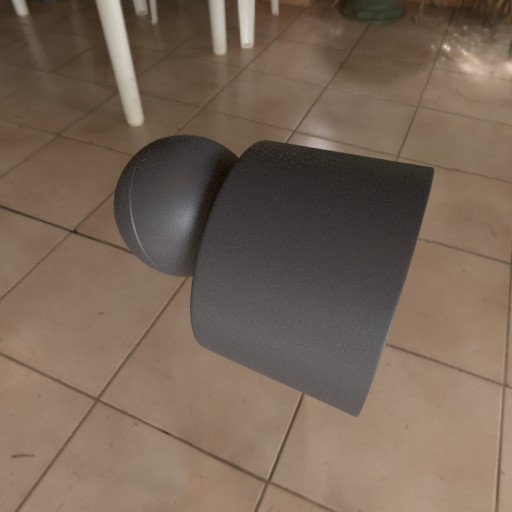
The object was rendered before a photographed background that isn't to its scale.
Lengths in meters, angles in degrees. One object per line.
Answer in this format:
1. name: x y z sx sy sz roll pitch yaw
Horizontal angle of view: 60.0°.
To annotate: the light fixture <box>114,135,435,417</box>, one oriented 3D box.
1. light fixture: 0.000 0.000 0.260 0.160 0.143 0.134 17 49 15
